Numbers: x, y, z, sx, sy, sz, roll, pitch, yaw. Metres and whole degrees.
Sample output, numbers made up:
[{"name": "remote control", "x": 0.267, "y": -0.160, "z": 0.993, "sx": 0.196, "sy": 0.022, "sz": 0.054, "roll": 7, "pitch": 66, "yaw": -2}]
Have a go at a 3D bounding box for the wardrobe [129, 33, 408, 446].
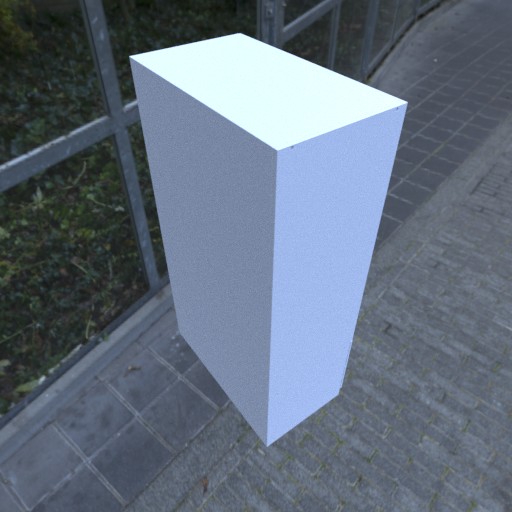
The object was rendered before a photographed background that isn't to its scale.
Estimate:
[{"name": "wardrobe", "x": 0.000, "y": 0.000, "z": 2.266, "sx": 0.577, "sy": 1.808, "sz": 0.991, "roll": -26, "pitch": 48, "yaw": -26}]
